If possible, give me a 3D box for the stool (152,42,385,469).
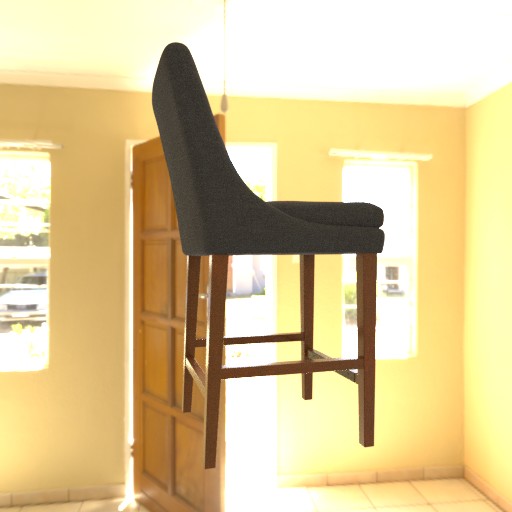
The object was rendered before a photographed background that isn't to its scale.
[{"bbox_3d":[0.000,0.000,1.268,0.577,0.981,0.470,0,0,-17],"label":"stool"}]
